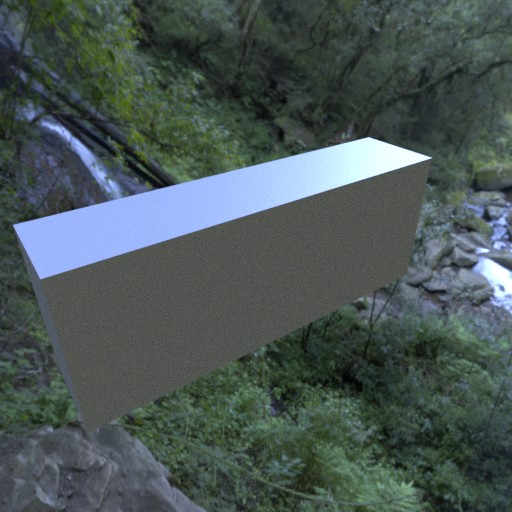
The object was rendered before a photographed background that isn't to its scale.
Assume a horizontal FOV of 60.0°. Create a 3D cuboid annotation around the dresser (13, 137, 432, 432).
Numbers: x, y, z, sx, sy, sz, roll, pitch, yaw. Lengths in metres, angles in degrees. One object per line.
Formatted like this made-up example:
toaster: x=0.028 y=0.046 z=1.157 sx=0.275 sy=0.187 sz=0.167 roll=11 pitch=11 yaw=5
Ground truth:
dresser: x=0.000 y=0.000 z=2.487 sx=2.200 sy=0.840 sz=0.500 roll=-20 pitch=37 yaw=-29
